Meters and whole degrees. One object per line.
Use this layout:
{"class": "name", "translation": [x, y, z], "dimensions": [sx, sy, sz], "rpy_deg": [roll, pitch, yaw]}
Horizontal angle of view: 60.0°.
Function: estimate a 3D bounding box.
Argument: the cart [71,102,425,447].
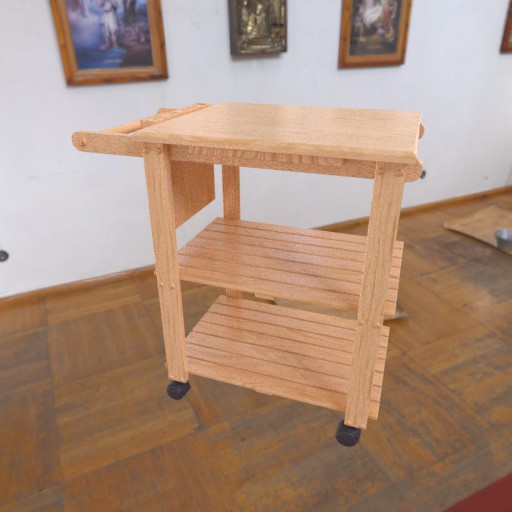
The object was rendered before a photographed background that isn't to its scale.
{"class": "cart", "translation": [0.000, 0.000, 1.336], "dimensions": [0.843, 0.816, 0.520], "rpy_deg": [9, 28, 17]}
